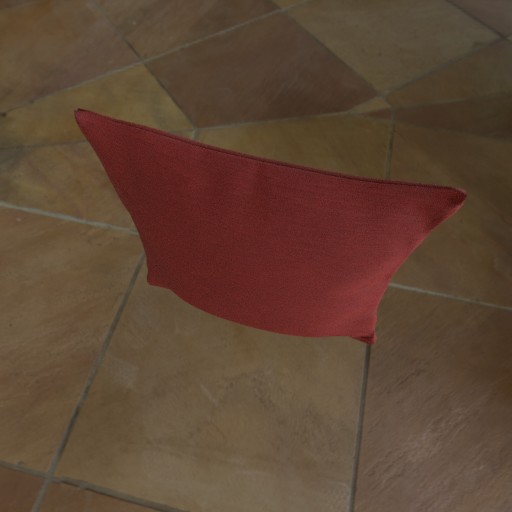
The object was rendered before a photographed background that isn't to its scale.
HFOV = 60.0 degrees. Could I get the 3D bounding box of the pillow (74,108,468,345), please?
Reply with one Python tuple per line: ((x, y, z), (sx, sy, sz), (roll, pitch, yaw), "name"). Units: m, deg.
((0.000, 0.000, 0.637), (0.435, 0.416, 0.151), (14, 60, 9), "pillow")
